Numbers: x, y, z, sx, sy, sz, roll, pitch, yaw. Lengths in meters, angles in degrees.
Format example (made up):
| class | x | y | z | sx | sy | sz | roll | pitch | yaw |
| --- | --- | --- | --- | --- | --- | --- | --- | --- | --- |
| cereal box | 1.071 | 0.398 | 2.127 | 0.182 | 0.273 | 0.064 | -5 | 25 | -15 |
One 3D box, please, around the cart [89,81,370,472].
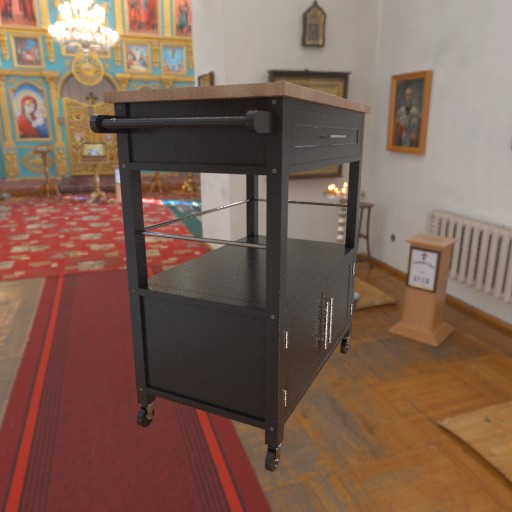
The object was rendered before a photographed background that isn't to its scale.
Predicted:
| class | x | y | z | sx | sy | sz | roll | pitch | yaw |
| --- | --- | --- | --- | --- | --- | --- | --- | --- | --- |
| cart | 0.000 | 0.000 | 1.346 | 0.459 | 0.901 | 0.840 | 7 | 17 | 25 |
